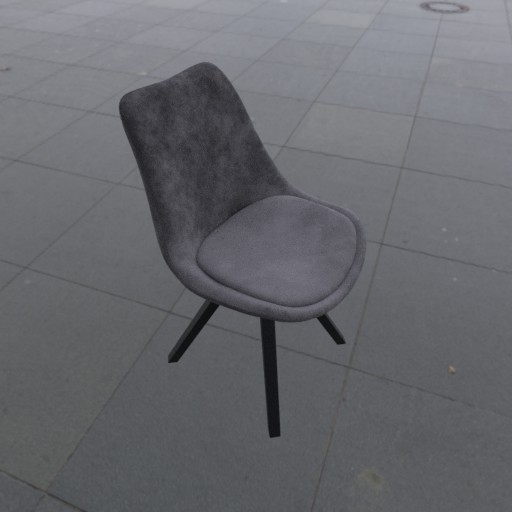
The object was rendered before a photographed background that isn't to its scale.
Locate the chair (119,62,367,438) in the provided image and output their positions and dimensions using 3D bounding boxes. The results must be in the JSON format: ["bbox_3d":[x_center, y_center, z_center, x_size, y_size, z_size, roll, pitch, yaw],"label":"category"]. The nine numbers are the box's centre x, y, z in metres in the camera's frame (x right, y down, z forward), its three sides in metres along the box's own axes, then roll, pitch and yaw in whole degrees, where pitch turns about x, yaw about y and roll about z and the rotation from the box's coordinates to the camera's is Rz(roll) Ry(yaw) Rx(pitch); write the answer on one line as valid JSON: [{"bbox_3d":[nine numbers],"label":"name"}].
[{"bbox_3d":[0.000,0.000,1.201,0.550,0.850,0.485,26,48,26],"label":"chair"}]
